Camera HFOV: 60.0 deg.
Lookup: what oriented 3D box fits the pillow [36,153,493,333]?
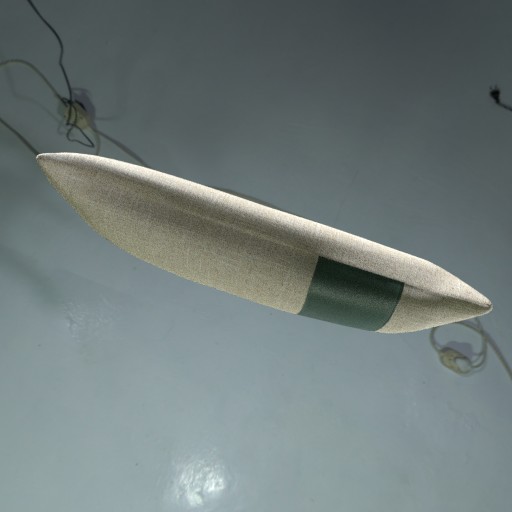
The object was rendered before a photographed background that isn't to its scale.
[{"bbox_3d":[0.000,0.000,0.994,0.859,0.429,0.197,18,79,4],"label":"pillow"}]
